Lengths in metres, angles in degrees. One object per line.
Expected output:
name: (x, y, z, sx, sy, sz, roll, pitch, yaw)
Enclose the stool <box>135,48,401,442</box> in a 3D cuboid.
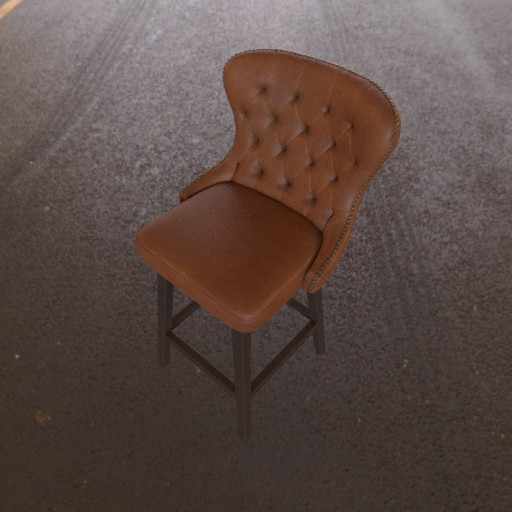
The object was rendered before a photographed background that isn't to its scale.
stool: (0.000, 0.000, 1.314, 0.528, 0.971, 0.593, 32, 55, 27)
